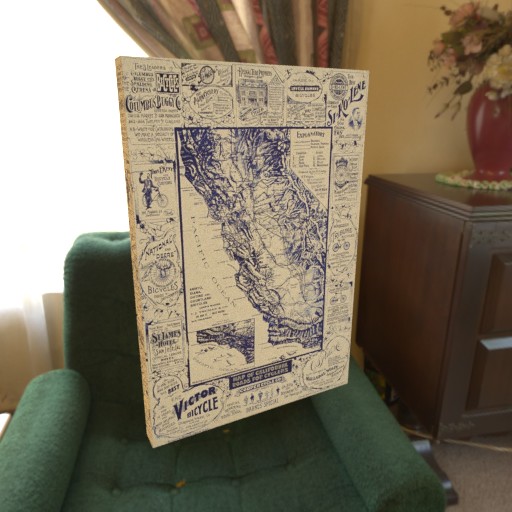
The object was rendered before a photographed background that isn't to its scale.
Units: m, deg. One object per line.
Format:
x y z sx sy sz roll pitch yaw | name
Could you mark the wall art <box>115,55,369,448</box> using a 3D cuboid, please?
0.000 0.000 0.756 0.408 0.601 0.040 -9 19 -26 | wall art
